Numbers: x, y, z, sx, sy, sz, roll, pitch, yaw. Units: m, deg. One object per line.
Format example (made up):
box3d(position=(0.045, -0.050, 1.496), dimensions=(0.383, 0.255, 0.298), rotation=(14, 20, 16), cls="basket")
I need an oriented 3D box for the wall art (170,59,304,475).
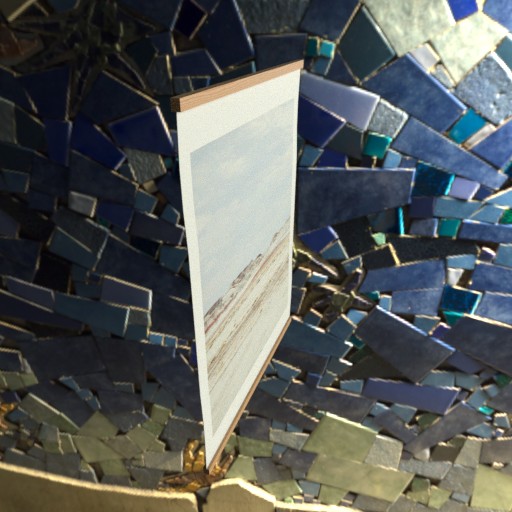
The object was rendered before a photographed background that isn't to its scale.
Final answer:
box3d(position=(0.000, 0.000, 0.790), dimensions=(0.011, 0.605, 0.458), rotation=(11, 31, 19), cls="wall art")
